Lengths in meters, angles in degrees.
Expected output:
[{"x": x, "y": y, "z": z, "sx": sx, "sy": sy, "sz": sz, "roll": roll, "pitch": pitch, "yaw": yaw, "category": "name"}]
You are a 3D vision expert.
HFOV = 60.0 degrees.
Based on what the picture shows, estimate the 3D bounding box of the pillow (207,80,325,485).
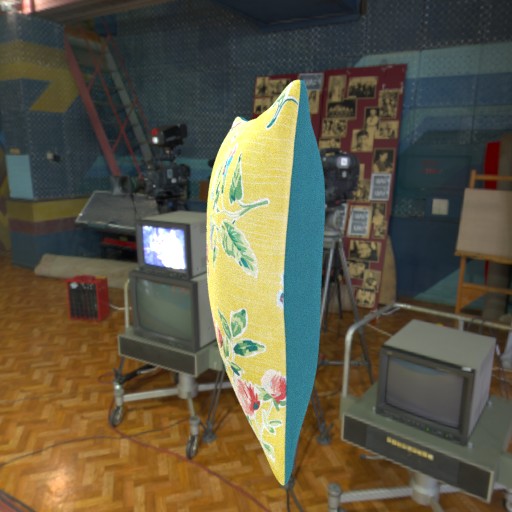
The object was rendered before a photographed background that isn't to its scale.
[{"x": 0.000, "y": 0.000, "z": 0.780, "sx": 0.166, "sy": 0.508, "sz": 0.525, "roll": -2, "pitch": 13, "yaw": -9, "category": "pillow"}]
